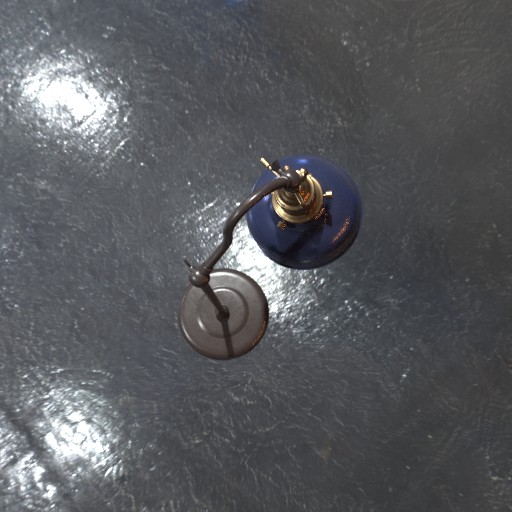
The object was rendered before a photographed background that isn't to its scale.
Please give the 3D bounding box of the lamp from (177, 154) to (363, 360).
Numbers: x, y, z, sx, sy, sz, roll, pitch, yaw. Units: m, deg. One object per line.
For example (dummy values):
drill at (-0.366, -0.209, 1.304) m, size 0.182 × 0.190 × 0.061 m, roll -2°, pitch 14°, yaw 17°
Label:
lamp at (0.000, 0.000, 0.699) m, size 0.374 × 0.508 × 0.192 m, roll -41°, pitch 79°, yaw -9°
